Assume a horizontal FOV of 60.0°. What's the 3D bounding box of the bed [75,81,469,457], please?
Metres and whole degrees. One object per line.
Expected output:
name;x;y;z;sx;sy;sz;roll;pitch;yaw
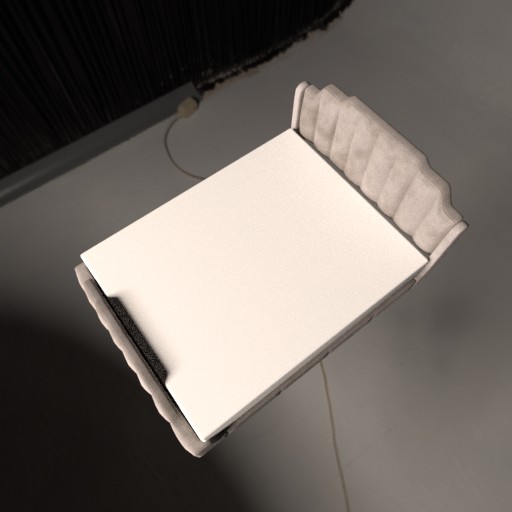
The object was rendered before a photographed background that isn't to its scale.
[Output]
bed;0.000;0.000;3.285;2.340;1.245;1.676;-34;69;-16
